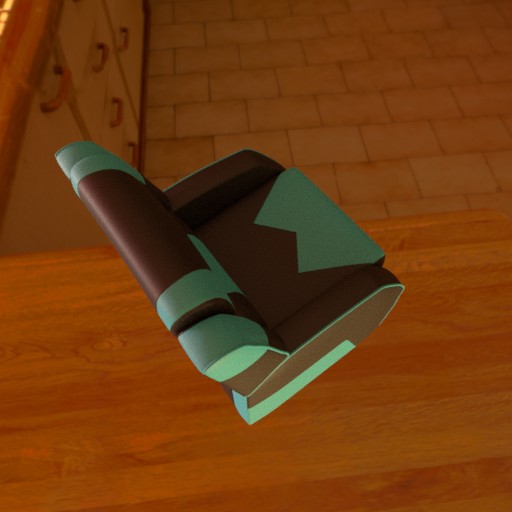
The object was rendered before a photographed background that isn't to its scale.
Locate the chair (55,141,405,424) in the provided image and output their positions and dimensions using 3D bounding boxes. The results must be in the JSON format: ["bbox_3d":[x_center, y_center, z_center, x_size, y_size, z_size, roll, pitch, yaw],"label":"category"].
[{"bbox_3d":[0.000,0.000,1.256,0.672,0.805,0.620,-32,64,-18],"label":"chair"}]
